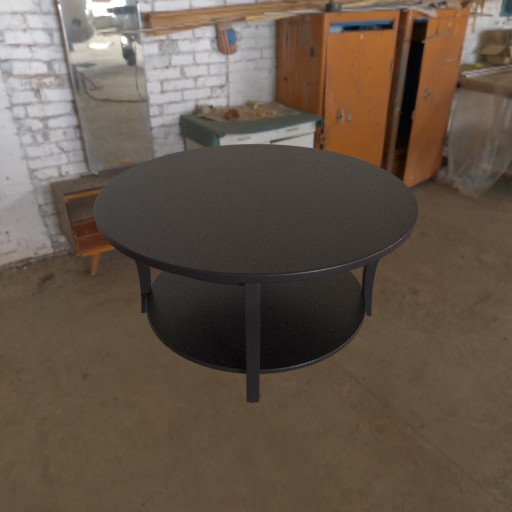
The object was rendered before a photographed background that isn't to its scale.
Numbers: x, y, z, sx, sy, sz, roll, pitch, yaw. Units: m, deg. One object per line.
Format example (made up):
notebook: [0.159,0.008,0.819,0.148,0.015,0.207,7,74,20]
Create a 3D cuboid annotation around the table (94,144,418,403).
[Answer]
table: [0.000,0.000,1.425,0.914,0.457,0.914,0,31,0]
